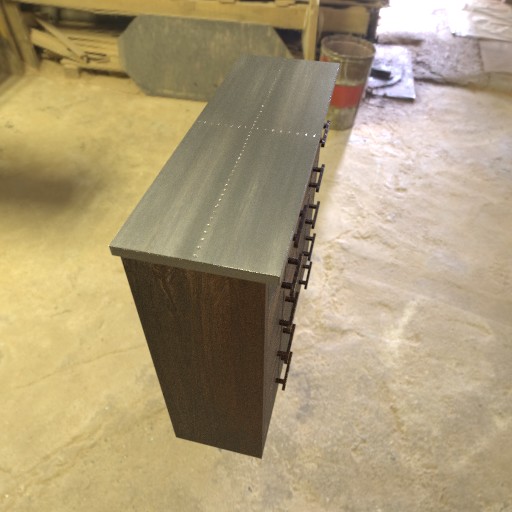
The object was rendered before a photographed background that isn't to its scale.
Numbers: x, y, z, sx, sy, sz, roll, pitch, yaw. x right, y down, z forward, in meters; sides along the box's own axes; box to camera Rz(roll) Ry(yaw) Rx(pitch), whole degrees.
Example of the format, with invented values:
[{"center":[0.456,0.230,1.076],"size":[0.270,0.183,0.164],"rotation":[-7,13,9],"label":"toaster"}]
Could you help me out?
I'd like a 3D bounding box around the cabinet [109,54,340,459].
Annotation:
[{"center":[0.000,0.000,1.468],"size":[0.338,0.919,0.968],"rotation":[10,46,10],"label":"cabinet"}]
